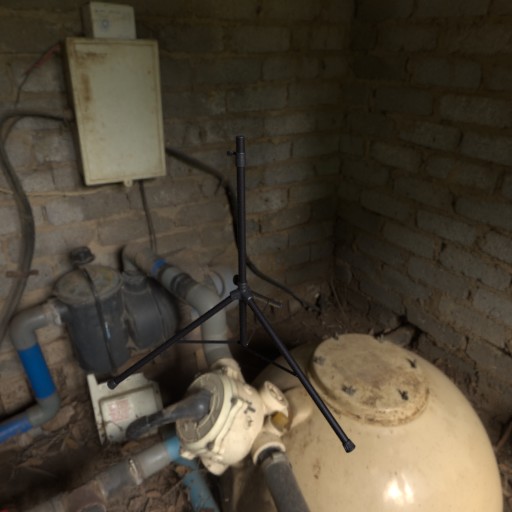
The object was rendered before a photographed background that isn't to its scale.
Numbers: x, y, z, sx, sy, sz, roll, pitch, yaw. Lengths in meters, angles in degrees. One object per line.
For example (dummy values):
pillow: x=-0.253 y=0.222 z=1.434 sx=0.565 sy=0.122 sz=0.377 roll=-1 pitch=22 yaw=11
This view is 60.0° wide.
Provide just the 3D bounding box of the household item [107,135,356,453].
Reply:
household item: x=0.000 y=0.000 z=2.853 sx=1.596 sy=1.595 sz=1.339 roll=9 pitch=27 yaw=18
